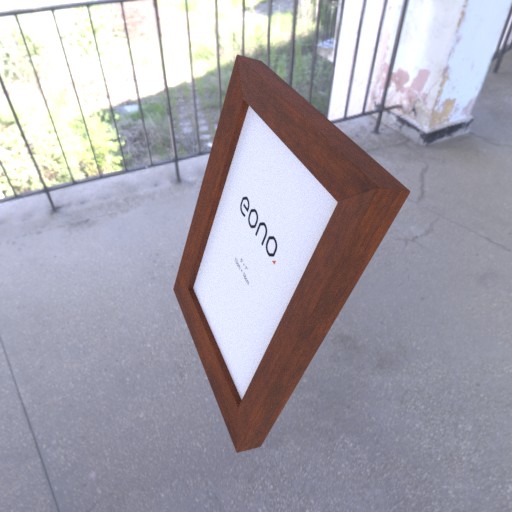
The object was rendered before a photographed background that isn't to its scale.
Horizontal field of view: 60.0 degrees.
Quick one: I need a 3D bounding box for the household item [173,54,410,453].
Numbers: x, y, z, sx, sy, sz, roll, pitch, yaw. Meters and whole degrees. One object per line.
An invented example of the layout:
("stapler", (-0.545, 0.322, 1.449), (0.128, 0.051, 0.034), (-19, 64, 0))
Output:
("household item", (0.000, 0.000, 0.298), (0.096, 0.204, 0.160), (-17, 47, -16))
